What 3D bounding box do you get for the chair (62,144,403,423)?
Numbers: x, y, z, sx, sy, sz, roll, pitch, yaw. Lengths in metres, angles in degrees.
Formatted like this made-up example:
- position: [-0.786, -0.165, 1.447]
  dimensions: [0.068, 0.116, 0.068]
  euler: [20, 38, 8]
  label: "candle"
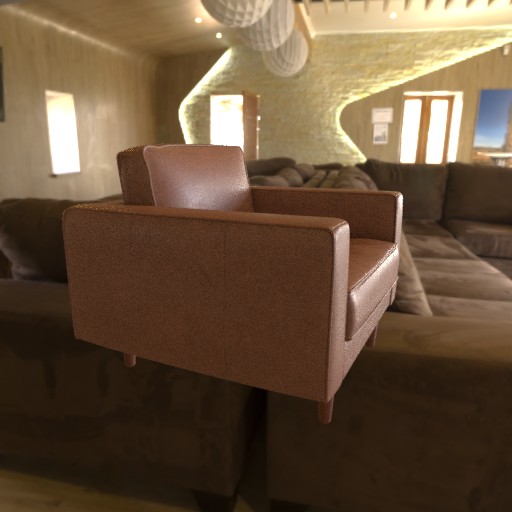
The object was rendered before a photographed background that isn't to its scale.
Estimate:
- position: [0.000, 0.000, 1.567]
  dimensions: [0.900, 0.770, 0.920]
  euler: [7, 16, 26]
  label: "chair"
